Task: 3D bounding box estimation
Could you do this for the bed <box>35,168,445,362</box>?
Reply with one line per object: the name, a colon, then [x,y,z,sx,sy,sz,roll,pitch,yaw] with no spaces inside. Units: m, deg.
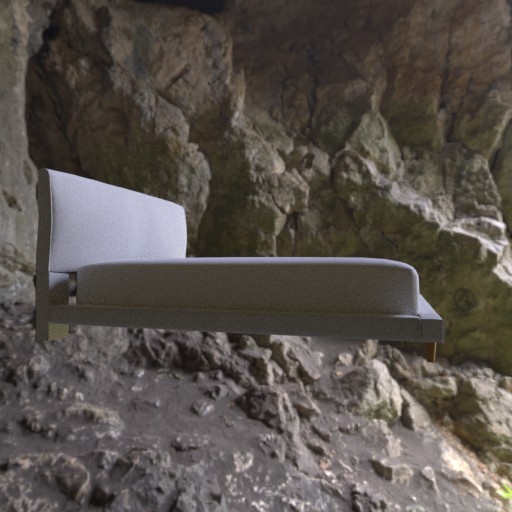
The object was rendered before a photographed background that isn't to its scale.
bed: [0.000,0.000,3.236,2.368,1.067,1.840,0,-1,17]
